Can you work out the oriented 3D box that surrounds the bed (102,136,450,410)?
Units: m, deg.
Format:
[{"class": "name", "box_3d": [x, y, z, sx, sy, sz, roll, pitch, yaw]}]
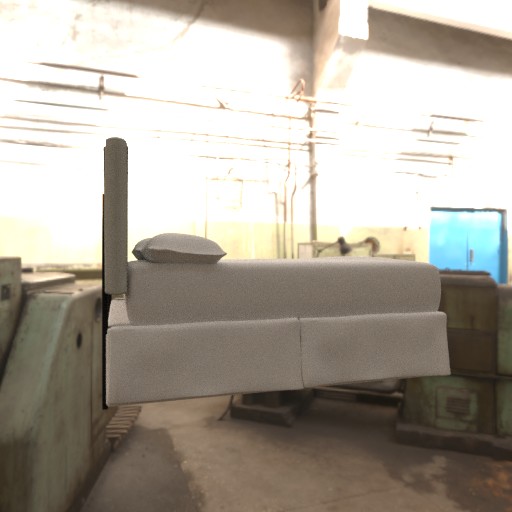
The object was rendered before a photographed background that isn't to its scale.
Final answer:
[{"class": "bed", "box_3d": [0.000, 0.000, 3.395, 2.180, 1.607, 1.813, 0, 0, -17]}]
